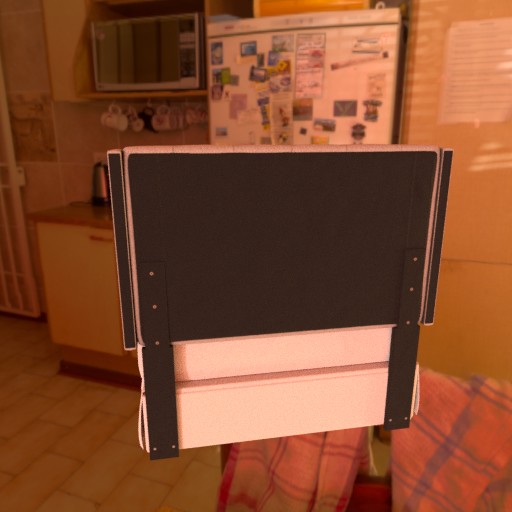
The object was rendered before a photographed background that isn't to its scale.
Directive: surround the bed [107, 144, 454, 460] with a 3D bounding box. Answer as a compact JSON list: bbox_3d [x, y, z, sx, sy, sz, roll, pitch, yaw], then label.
[{"bbox_3d":[0.000,0.000,3.300,1.719,1.665,2.066,-3,16,-10],"label":"bed"}]
